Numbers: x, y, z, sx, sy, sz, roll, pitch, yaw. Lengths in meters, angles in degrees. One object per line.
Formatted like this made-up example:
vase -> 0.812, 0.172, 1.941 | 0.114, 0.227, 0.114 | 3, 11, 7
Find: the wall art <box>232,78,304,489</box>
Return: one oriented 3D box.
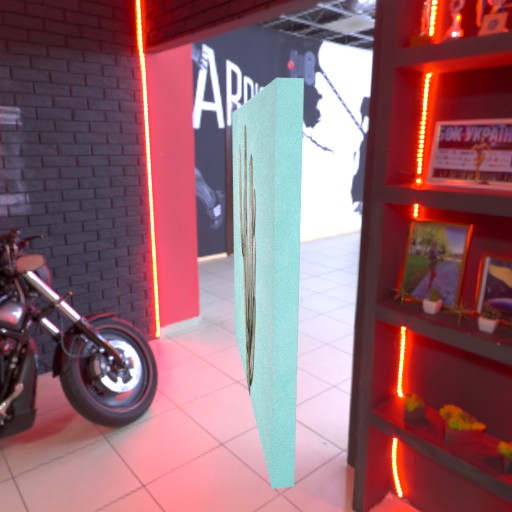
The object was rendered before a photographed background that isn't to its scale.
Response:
wall art -> 0.000, 0.000, 0.913 | 0.036, 0.603, 0.603 | -2, 14, -8
